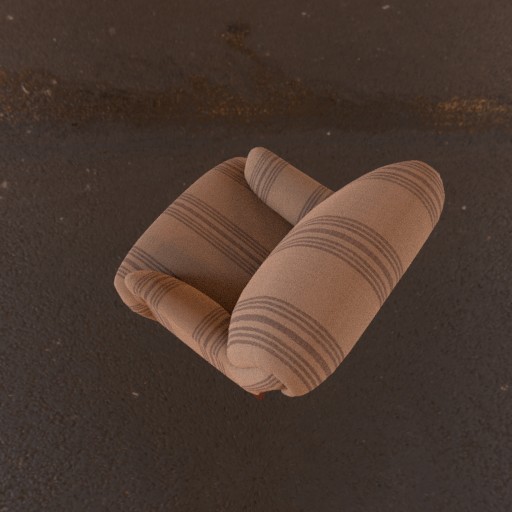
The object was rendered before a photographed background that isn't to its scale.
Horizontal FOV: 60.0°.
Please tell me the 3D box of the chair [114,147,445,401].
[{"bbox_3d":[0.000,0.000,1.618,0.914,0.940,0.813,35,68,16],"label":"chair"}]
